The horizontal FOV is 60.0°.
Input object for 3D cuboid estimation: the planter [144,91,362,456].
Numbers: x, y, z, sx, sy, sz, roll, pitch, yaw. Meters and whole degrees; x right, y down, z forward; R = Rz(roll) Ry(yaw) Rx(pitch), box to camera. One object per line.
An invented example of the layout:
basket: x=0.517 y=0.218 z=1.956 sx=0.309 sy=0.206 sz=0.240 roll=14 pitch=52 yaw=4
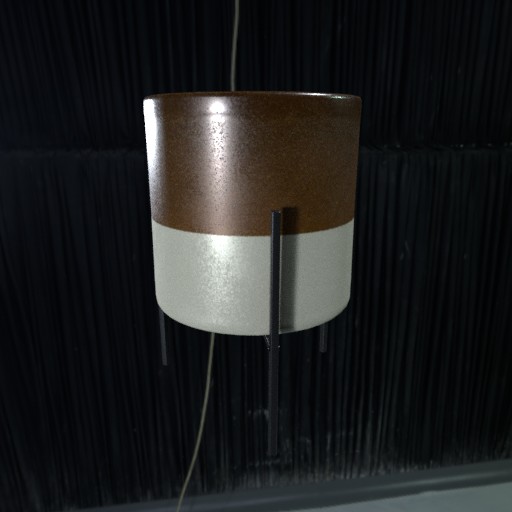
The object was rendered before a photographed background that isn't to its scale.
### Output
planter: x=0.000 y=0.000 z=0.557 sx=0.255 sy=0.375 sz=0.269 roll=-3 pitch=17 yaw=-10
